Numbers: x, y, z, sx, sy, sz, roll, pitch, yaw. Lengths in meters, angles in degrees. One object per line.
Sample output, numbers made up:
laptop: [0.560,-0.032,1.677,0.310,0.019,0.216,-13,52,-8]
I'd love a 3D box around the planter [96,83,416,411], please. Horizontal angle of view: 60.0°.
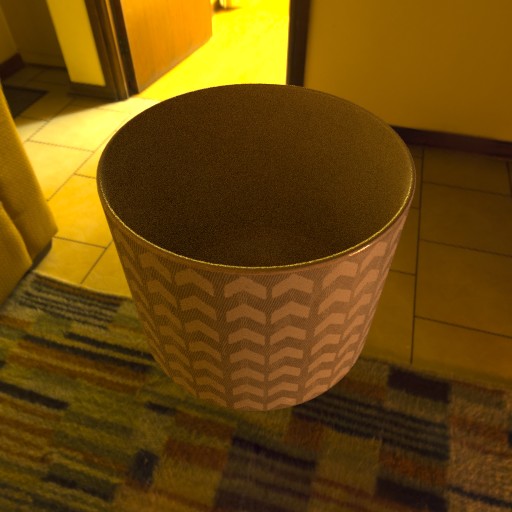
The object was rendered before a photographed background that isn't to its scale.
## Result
planter: [0.000,0.000,0.443,0.250,0.239,0.250,0,47,0]
